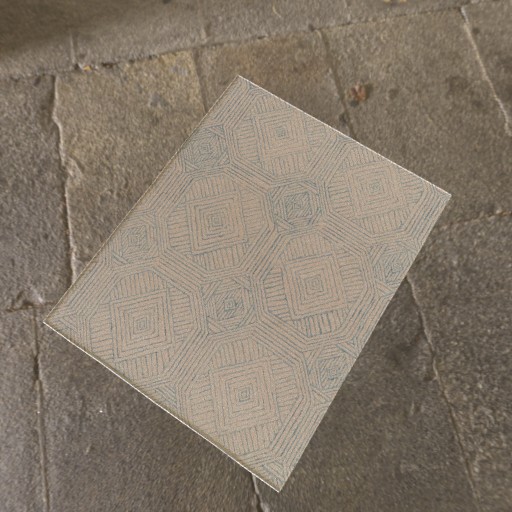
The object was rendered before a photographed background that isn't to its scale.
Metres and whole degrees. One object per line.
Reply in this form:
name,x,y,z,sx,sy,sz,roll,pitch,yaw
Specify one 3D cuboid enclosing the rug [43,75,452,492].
rug,0.000,0.000,4.038,2.457,0.015,3.049,32,77,9
